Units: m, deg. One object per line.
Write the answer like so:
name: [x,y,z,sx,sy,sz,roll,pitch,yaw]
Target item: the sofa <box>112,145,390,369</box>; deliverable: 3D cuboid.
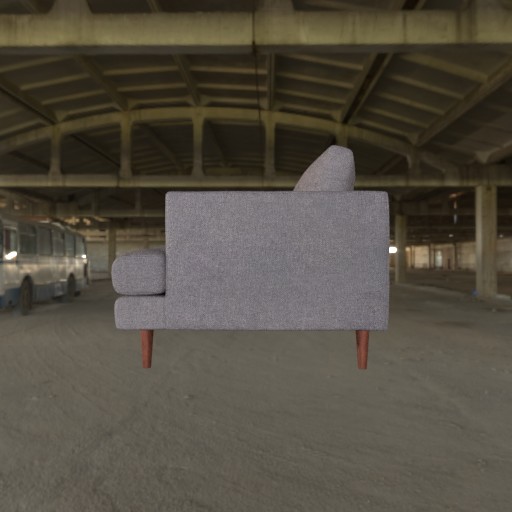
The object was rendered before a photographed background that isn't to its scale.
sofa: [0.000,0.000,2.727,1.020,0.868,2.250,0,0,1]
